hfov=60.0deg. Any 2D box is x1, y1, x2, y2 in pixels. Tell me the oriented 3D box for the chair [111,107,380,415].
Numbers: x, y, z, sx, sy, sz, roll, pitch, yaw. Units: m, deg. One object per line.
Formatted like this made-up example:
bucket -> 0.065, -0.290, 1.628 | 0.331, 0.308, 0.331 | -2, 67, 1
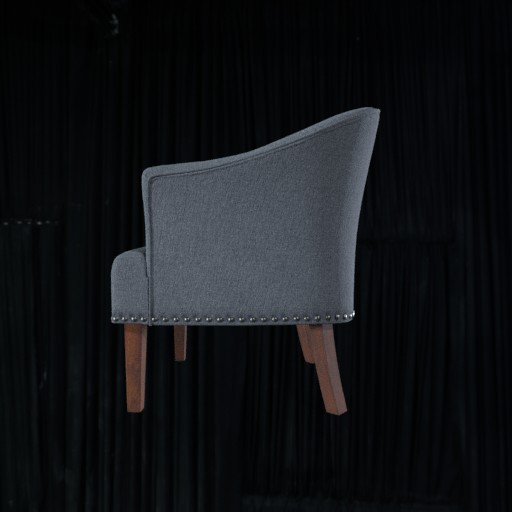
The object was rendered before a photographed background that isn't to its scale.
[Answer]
chair -> 0.000, 0.000, 1.417 | 0.704, 0.815, 0.798 | 0, -1, 2
